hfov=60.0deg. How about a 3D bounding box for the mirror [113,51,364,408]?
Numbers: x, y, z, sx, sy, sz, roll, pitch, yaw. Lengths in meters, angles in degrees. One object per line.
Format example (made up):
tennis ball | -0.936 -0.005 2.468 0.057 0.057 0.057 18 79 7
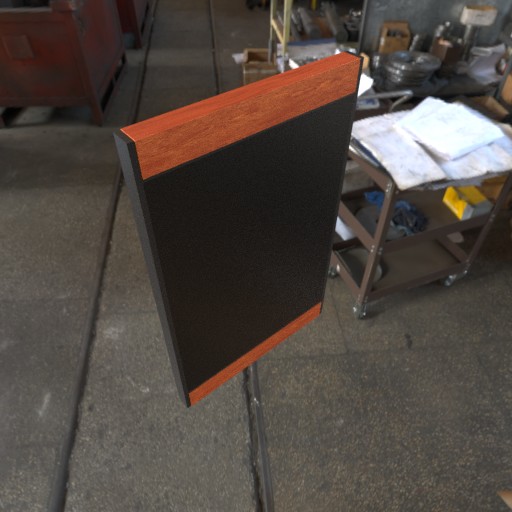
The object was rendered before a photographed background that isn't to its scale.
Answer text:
mirror | 0.000 0.000 1.067 0.525 0.823 0.047 -30 52 -27
